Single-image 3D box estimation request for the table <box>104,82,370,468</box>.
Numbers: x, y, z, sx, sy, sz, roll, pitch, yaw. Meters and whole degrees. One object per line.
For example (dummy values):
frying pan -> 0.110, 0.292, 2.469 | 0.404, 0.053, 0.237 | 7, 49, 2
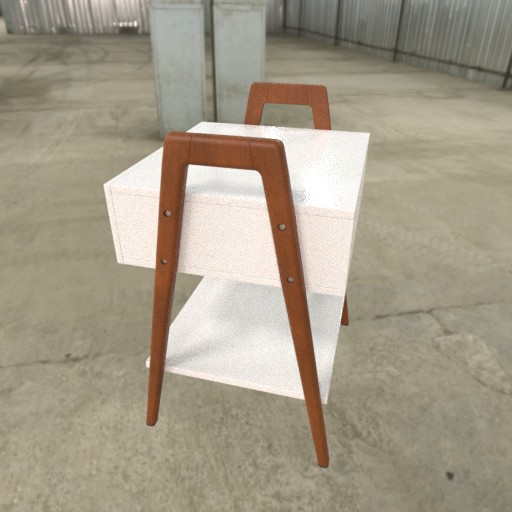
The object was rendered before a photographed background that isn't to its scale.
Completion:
table -> 0.000, 0.000, 0.918 | 0.405, 0.610, 0.457 | 8, 31, 13
